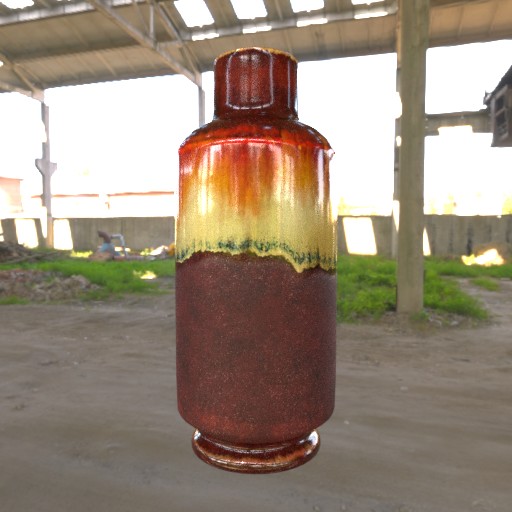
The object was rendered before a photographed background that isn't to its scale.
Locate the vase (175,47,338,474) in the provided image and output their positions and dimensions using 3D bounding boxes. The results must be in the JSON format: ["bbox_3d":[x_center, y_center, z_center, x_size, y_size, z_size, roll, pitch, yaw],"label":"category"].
[{"bbox_3d":[0.000,0.000,0.307,0.111,0.261,0.111,0,2,0],"label":"vase"}]
